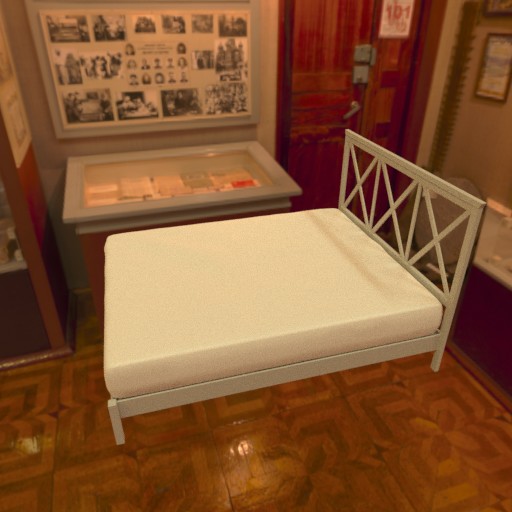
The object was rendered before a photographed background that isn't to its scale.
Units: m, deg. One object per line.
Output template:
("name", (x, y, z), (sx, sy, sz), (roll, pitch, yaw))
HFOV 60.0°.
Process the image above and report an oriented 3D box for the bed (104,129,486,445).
("bed", (0.000, 0.000, 3.167), (2.135, 1.253, 1.673), (-8, 31, -14))
